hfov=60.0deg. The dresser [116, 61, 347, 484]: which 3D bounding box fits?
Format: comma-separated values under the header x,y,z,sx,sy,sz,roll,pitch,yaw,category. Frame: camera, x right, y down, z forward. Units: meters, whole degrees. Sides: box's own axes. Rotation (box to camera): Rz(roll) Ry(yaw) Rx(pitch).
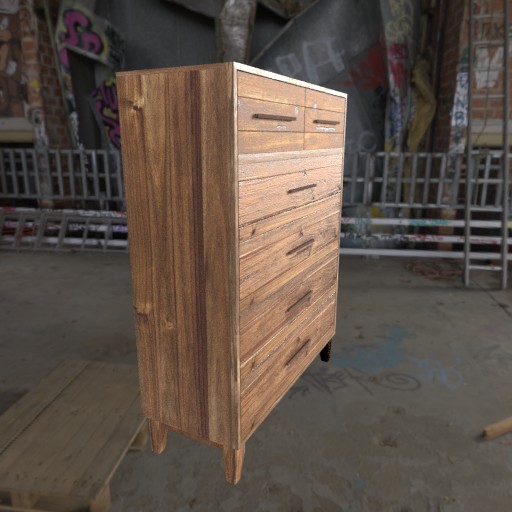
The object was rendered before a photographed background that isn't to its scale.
x,y,z,sx,sy,sz,roll,pitch,yaw,category
0.000,0.000,1.927,0.442,1.393,1.062,8,17,27,dresser
